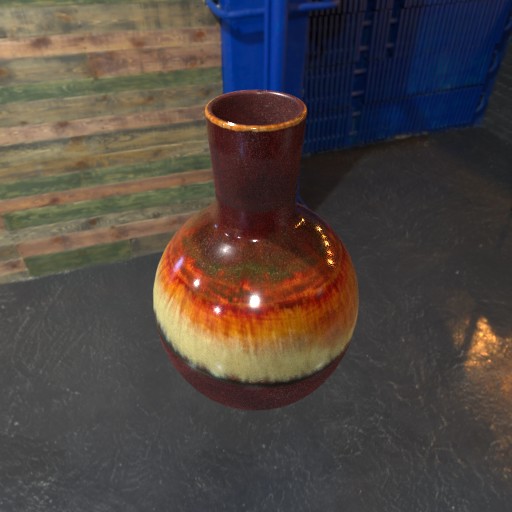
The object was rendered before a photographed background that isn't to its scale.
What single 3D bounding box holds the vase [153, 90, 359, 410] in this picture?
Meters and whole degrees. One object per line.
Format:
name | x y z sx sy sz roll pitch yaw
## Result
vase | 0.000 0.000 0.226 0.111 0.154 0.111 0 39 0
